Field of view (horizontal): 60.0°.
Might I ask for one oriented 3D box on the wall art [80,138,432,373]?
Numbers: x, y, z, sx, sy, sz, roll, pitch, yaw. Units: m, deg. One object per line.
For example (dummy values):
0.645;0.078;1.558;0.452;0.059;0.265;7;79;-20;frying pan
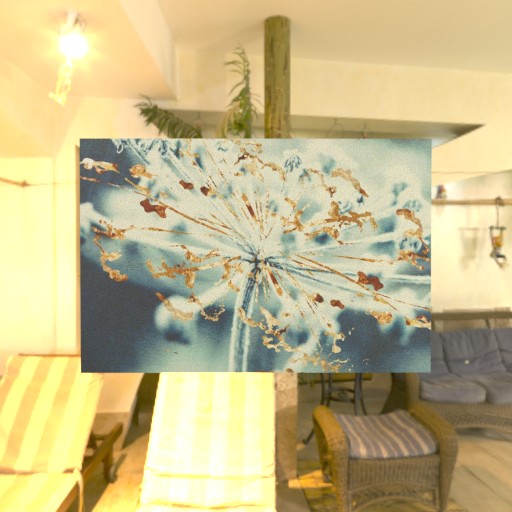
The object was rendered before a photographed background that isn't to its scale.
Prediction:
0.000;0.000;1.171;0.912;0.608;0.038;0;1;0;wall art
